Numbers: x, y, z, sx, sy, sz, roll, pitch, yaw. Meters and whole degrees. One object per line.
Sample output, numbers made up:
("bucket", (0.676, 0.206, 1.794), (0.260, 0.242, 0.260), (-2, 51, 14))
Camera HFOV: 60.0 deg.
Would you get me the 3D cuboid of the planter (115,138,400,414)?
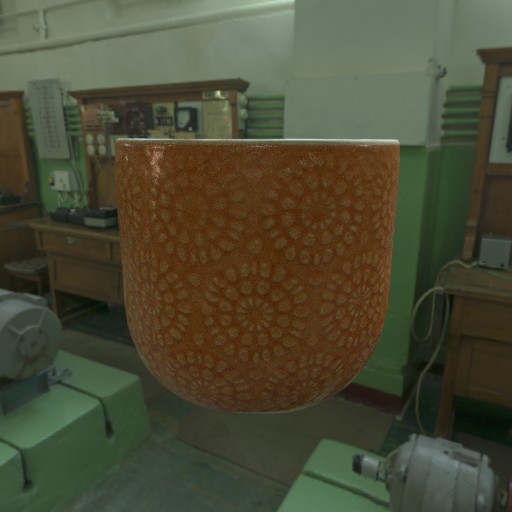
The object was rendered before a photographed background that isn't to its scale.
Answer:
("planter", (0.000, 0.000, 0.284), (0.170, 0.152, 0.170), (0, 15, 0))
